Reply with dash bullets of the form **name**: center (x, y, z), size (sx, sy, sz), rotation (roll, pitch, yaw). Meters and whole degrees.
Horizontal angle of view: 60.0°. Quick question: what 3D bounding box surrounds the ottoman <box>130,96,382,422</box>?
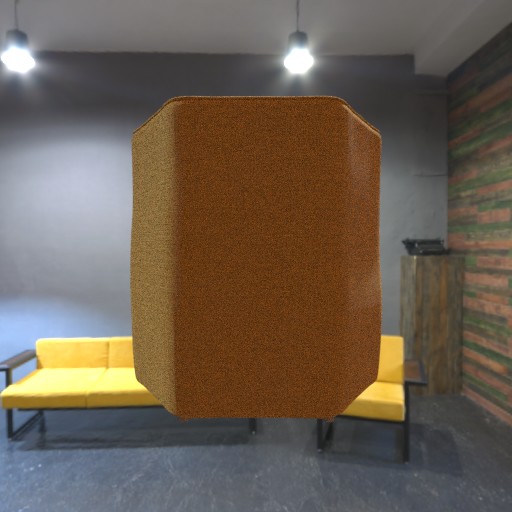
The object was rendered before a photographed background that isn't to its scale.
- **ottoman**: center (0.000, 0.000, 0.875), size (0.494, 0.502, 0.443), rotation (0, 1, 0)
